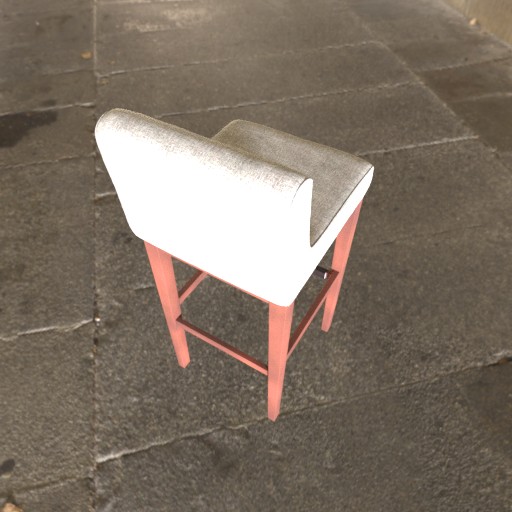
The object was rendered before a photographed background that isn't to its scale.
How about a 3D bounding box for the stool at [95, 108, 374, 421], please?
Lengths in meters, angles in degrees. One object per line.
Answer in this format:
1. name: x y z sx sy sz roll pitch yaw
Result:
1. stool: 0.000 0.000 1.231 0.426 0.965 0.499 24 52 21
